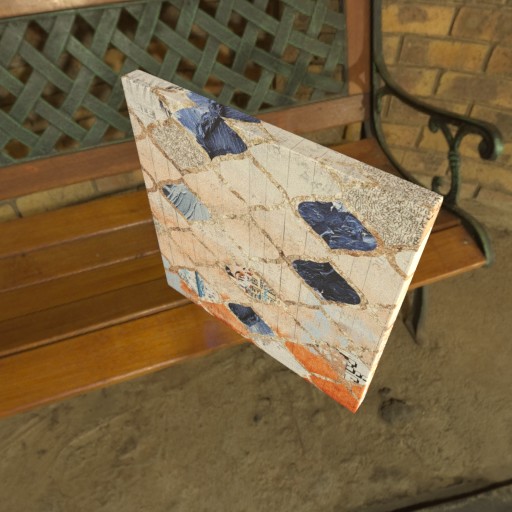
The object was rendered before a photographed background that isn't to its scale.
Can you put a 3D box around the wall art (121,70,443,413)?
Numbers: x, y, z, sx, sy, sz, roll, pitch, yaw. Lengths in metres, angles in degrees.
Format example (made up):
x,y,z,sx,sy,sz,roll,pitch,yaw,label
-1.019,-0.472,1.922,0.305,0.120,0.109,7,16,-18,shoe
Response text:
x,y,z,sx,sy,sz,roll,pitch,yaw,label
0.000,0.000,0.772,0.507,0.508,0.038,30,54,25,wall art
